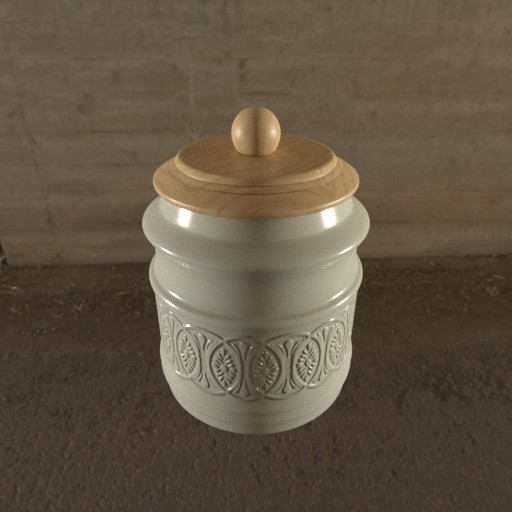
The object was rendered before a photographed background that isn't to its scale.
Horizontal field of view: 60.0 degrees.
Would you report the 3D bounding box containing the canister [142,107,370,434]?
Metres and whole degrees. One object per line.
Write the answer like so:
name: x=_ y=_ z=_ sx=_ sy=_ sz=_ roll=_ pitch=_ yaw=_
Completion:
canister: x=0.000 y=0.000 z=0.273 sx=0.130 sy=0.176 sz=0.130 roll=0 pitch=29 yaw=0
